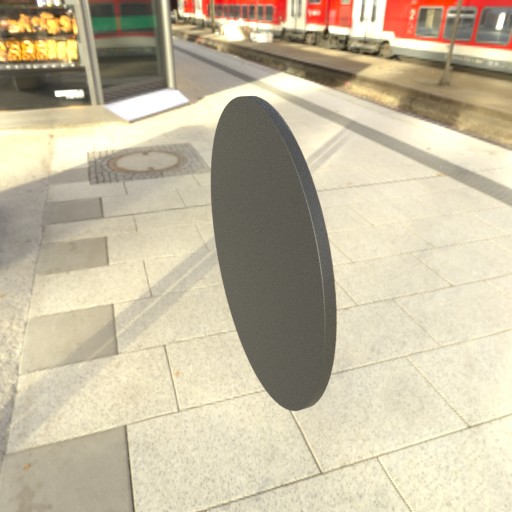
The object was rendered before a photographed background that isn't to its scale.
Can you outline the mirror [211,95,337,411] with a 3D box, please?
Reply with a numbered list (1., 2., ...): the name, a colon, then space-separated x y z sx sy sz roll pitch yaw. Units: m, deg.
1. mirror: 0.000 0.000 1.582 0.036 1.077 1.077 -11 32 -18
